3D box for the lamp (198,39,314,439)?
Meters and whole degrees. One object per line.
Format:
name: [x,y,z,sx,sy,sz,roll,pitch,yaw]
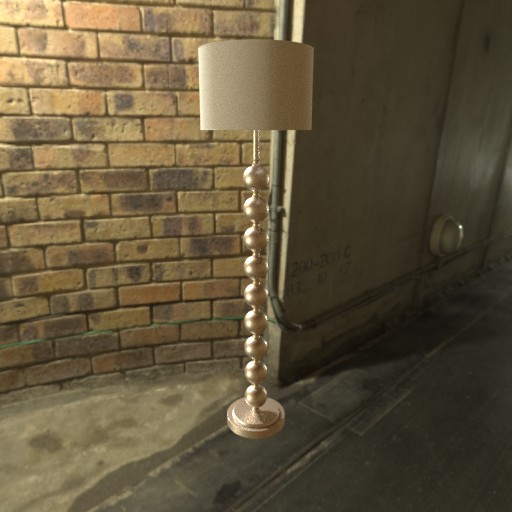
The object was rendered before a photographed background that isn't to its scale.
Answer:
lamp: [0.000,0.000,1.715,0.394,1.474,0.394,2,16,6]
